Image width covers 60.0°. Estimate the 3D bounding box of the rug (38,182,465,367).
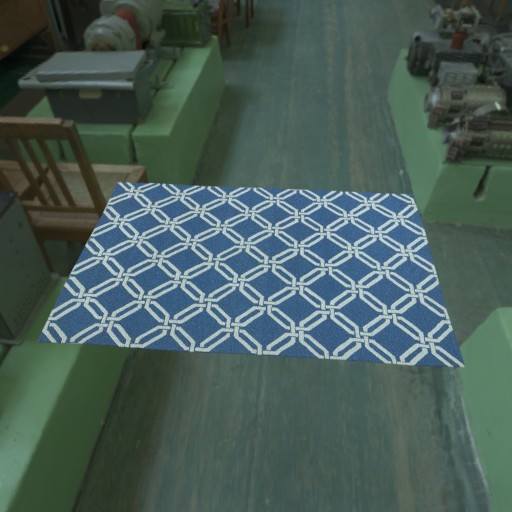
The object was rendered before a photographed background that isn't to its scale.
[{"bbox_3d":[0.000,0.000,2.204,1.755,0.010,1.153,3,44,3],"label":"rug"}]
